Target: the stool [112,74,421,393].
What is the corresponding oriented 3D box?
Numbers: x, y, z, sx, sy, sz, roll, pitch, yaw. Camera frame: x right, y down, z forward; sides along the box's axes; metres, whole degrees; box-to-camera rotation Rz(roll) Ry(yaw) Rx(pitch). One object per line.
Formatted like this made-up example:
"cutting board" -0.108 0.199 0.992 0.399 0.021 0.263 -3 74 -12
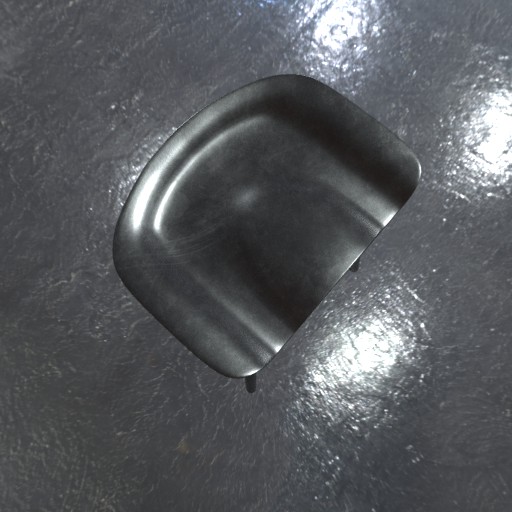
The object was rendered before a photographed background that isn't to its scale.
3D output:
"stool" 0.000 0.000 0.883 0.361 0.615 0.440 41 79 9
